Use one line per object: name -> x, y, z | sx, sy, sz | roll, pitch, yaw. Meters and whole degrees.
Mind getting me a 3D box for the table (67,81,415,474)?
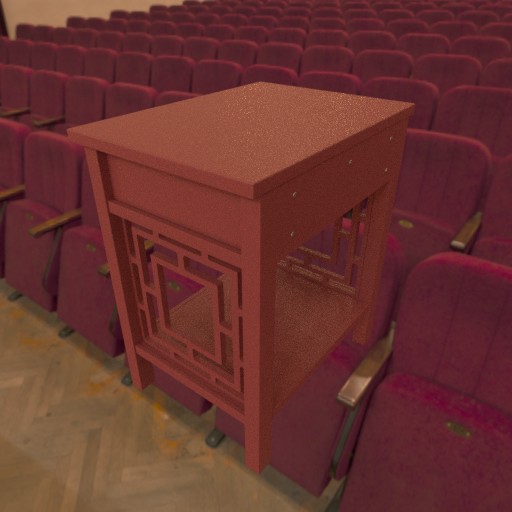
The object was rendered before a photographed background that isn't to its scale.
table -> 0.000, 0.000, 1.096 | 0.451, 0.686, 0.599 | 22, 38, 31
